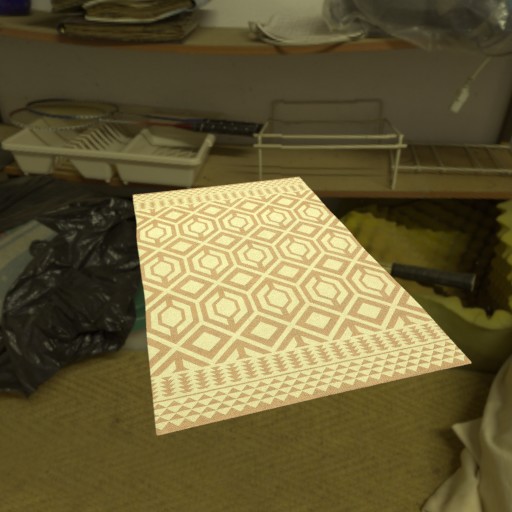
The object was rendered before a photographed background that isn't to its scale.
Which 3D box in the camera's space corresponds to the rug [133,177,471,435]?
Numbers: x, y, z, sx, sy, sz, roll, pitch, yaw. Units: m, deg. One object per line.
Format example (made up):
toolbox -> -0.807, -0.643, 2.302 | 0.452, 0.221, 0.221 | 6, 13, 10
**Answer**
rug -> 0.000, 0.000, 2.981 | 1.526, 0.011, 2.435 | -8, 33, -13
